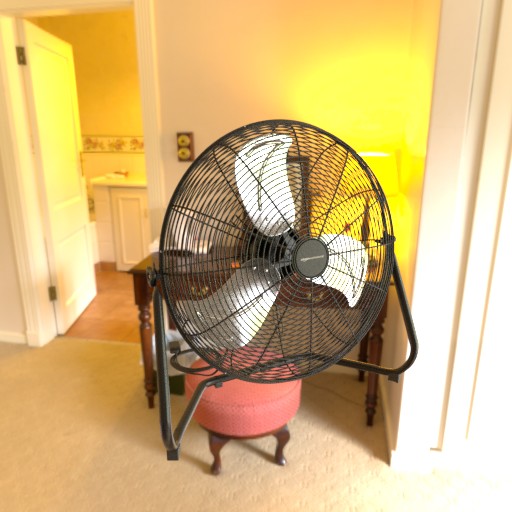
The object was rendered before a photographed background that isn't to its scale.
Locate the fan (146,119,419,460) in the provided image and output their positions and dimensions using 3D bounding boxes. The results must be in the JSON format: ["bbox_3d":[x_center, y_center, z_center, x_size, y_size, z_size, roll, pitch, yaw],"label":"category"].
[{"bbox_3d":[0.000,0.000,0.932,0.555,0.546,0.424,-8,18,-27],"label":"fan"}]
